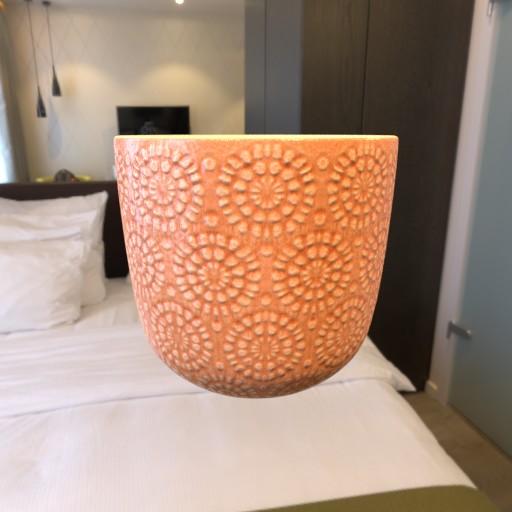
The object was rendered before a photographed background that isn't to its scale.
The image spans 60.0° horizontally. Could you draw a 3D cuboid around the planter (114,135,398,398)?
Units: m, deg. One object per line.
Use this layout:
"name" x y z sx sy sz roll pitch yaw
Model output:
"planter" 0.000 0.000 0.363 0.208 0.190 0.208 0 16 0
